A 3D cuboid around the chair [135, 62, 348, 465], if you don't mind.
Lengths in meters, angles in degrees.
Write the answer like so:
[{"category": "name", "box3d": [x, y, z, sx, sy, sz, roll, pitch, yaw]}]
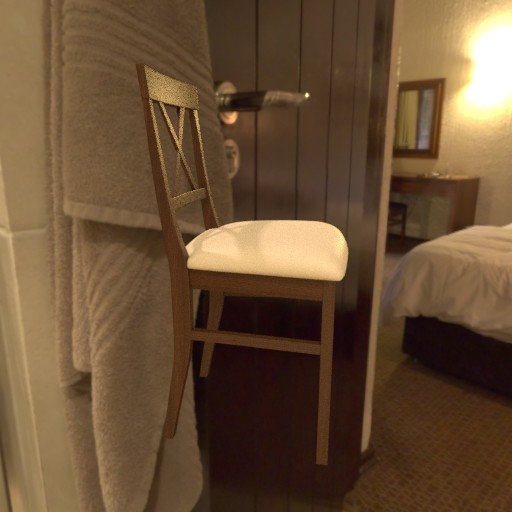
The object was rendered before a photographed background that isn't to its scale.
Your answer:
[{"category": "chair", "box3d": [0.000, 0.000, 1.185, 0.480, 0.913, 0.440, 2, 14, 9]}]
